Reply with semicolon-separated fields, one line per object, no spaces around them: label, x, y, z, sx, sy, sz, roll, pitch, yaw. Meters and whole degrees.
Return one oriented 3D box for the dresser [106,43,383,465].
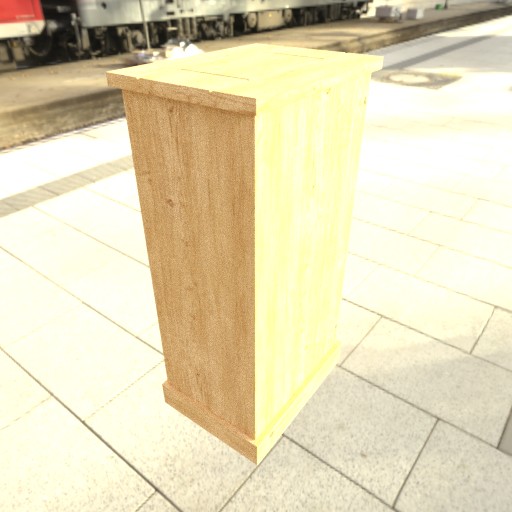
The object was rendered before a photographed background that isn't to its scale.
dresser;0.000;0.000;1.290;0.390;1.041;0.531;22;39;30
